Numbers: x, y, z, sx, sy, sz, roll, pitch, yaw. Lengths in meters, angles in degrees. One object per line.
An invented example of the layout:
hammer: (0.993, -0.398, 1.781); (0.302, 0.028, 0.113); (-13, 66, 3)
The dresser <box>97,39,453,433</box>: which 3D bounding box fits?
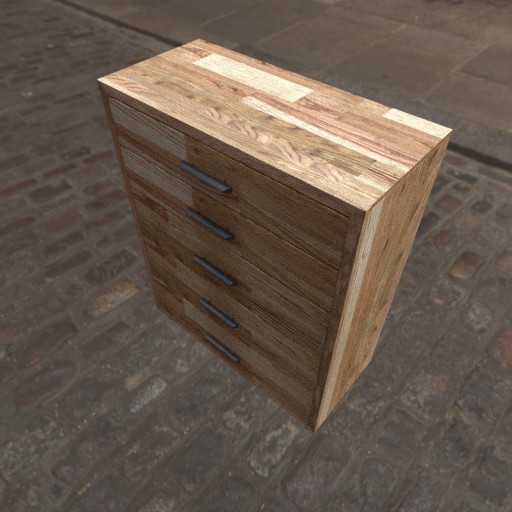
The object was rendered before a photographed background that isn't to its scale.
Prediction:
dresser: (0.000, 0.000, 1.714); (0.966, 1.243, 0.480); (32, 54, 27)
